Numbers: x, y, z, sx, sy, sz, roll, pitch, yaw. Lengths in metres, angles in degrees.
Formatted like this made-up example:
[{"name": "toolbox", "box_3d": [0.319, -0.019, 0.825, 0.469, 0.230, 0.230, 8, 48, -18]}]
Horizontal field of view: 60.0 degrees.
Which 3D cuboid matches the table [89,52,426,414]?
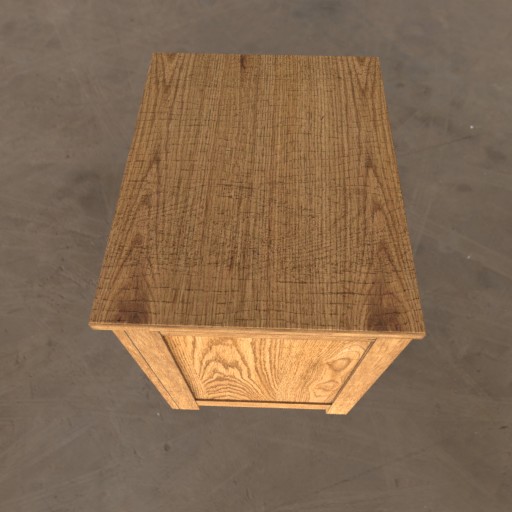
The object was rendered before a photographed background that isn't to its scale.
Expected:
[{"name": "table", "box_3d": [0.000, 0.000, 1.033, 0.494, 0.625, 0.601, 2, 60, 1]}]
